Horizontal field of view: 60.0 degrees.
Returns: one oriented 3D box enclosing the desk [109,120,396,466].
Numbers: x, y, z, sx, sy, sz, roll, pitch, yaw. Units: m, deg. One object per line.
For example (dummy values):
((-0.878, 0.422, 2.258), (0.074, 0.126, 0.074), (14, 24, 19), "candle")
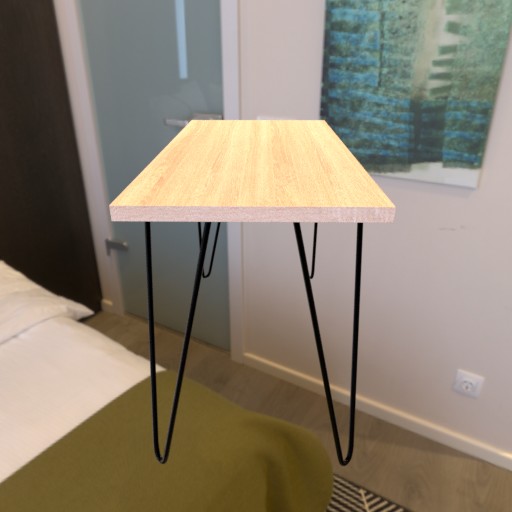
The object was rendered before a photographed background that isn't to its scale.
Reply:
((0.000, 0.000, 1.360), (0.499, 0.660, 0.991), (0, 25, 1), "desk")
